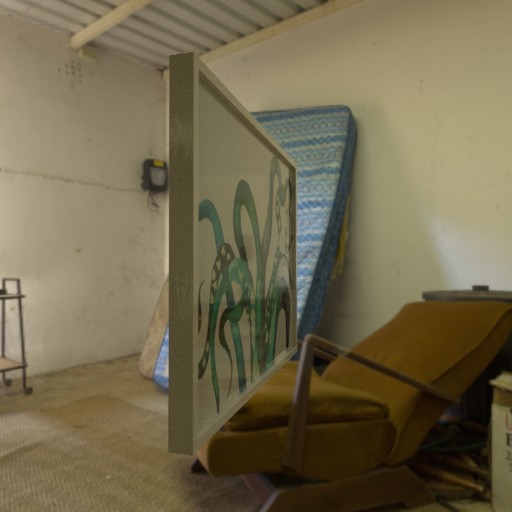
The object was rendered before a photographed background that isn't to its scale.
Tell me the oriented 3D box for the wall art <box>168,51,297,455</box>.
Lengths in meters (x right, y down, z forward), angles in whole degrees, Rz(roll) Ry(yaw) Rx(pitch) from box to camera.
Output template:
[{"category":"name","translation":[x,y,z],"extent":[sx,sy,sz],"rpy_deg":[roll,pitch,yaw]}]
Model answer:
[{"category":"wall art","translation":[0.000,0.000,1.369],"extent":[0.053,0.787,1.041],"rpy_deg":[0,-1,16]}]
